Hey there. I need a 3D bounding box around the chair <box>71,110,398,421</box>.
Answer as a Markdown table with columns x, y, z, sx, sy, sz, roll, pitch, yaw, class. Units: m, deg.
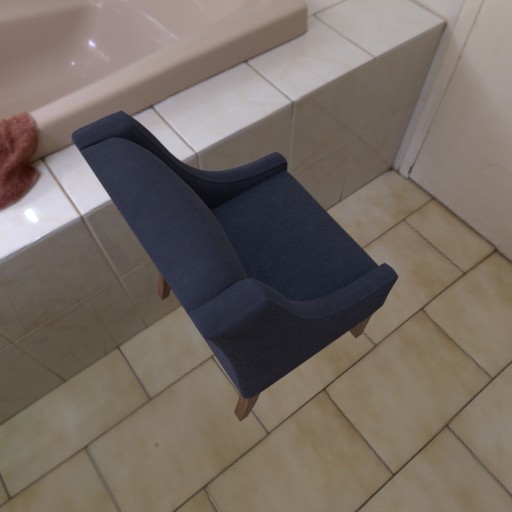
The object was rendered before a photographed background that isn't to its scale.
| x | y | z | sx | sy | sz | roll | pitch | yaw | class |
| --- | --- | --- | --- | --- | --- | --- | --- | --- | --- |
| 0.000 | 0.000 | 1.353 | 0.629 | 0.895 | 0.629 | -31 | 64 | -17 | chair |
